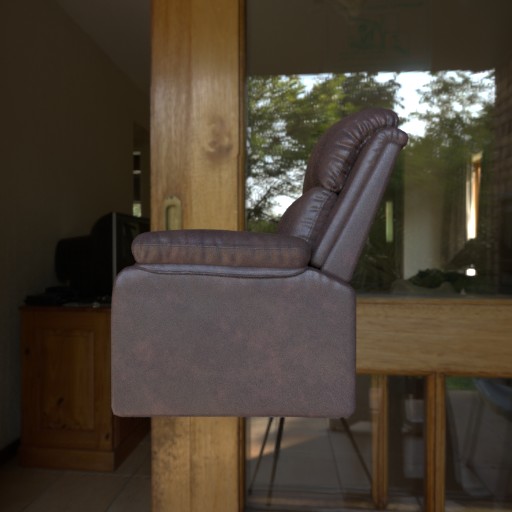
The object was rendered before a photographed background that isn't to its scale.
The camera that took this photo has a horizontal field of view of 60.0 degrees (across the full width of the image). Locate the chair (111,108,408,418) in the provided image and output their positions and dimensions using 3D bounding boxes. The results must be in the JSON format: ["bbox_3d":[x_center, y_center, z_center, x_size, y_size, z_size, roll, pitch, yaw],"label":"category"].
[{"bbox_3d":[0.000,0.000,1.653,0.919,0.992,0.855,0,1,0],"label":"chair"}]
